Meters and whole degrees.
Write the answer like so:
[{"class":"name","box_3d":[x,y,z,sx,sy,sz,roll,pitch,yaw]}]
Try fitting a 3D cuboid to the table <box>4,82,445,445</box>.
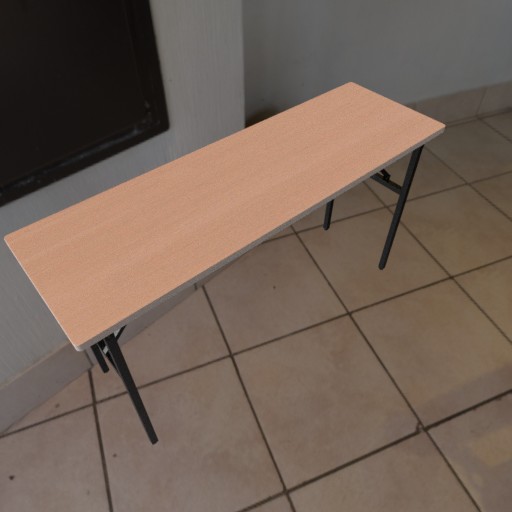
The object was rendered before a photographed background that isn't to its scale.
[{"class":"table","box_3d":[0.000,0.000,1.650,1.397,0.750,0.447,-32,54,-26]}]
